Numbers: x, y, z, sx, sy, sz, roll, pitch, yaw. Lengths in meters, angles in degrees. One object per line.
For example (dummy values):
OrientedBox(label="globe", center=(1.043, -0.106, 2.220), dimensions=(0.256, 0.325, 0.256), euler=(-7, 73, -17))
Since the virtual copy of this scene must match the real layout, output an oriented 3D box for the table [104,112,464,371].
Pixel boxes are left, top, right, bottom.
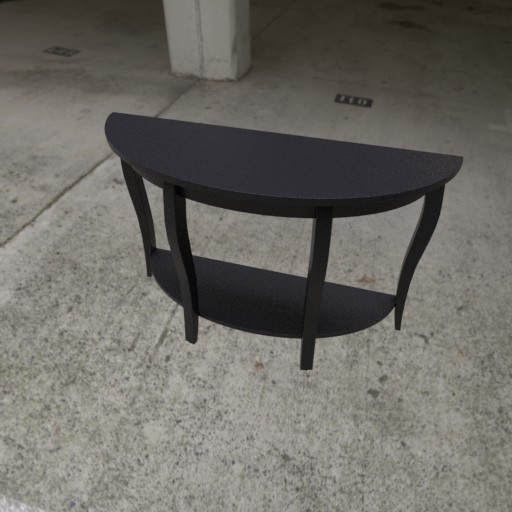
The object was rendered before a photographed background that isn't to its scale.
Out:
OrientedBox(label="table", center=(0.000, 0.000, 1.609), dimensions=(1.219, 0.780, 0.394), euler=(11, 41, 13))
